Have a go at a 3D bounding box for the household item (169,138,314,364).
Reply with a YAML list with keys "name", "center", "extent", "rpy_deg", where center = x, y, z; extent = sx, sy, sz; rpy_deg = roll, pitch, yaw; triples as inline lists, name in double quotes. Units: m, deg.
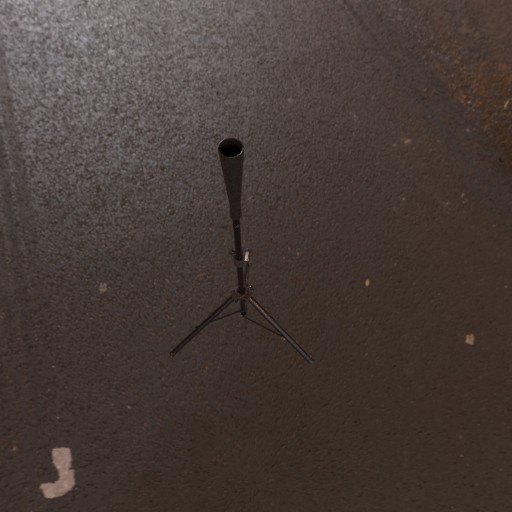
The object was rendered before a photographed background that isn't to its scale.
- name: "household item"
  center: [0.000, 0.000, 1.391]
  extent: [0.559, 1.067, 0.559]
  rpy_deg: [16, 64, 8]
